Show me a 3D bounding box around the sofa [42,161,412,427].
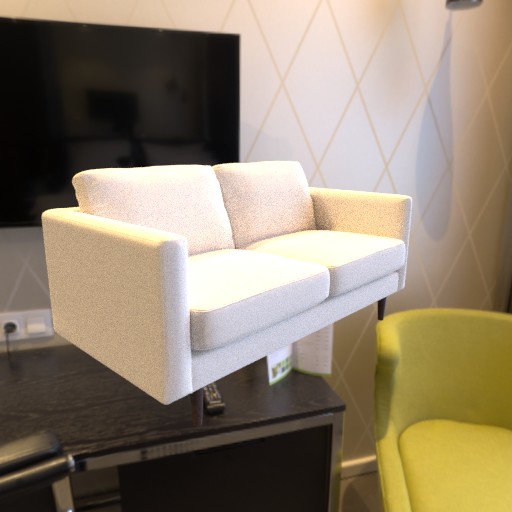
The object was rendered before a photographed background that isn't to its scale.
[{"bbox_3d":[0.000,0.000,2.232,0.940,0.893,1.713,13,19,42],"label":"sofa"}]
